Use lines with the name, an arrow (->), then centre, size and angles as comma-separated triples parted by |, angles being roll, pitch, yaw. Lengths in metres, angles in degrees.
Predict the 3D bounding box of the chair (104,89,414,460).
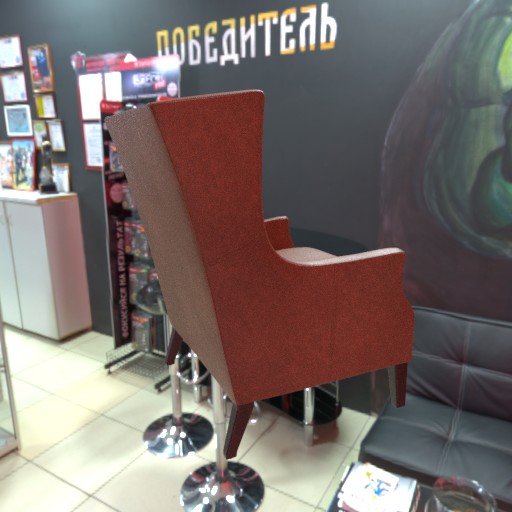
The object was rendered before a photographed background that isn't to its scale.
chair -> 0.000, 0.000, 1.658 | 0.913, 1.088, 0.815 | -7, 16, -26
